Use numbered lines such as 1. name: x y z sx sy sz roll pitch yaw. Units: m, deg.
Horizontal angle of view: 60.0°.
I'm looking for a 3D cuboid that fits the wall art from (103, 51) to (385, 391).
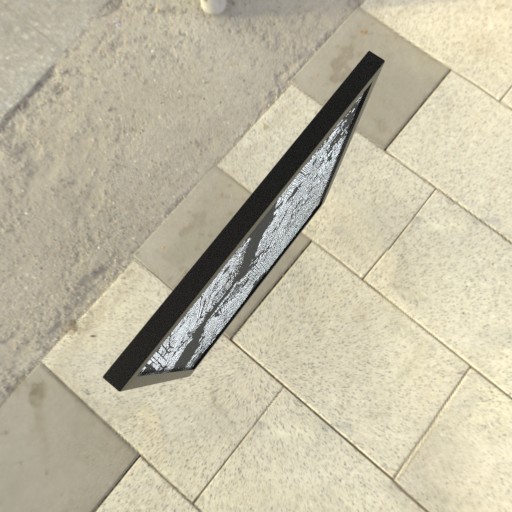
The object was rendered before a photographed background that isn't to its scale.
1. wall art: 0.000 0.000 1.139 0.038 0.761 0.755 37 79 8
